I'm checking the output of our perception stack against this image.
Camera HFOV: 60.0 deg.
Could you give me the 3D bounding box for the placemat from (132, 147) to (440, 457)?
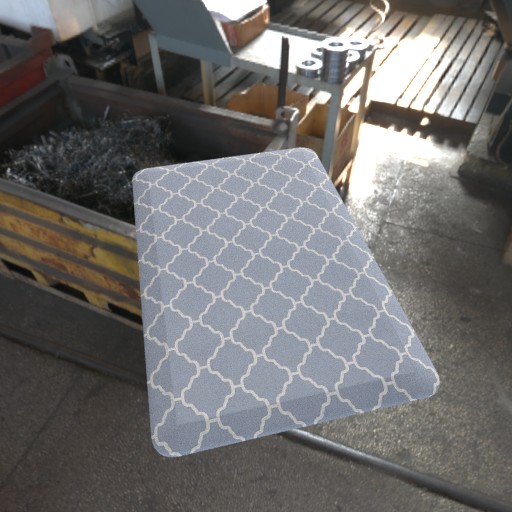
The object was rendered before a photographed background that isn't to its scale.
[{"bbox_3d":[0.000,0.000,0.975,0.508,0.021,0.762,-10,49,-9],"label":"placemat"}]
